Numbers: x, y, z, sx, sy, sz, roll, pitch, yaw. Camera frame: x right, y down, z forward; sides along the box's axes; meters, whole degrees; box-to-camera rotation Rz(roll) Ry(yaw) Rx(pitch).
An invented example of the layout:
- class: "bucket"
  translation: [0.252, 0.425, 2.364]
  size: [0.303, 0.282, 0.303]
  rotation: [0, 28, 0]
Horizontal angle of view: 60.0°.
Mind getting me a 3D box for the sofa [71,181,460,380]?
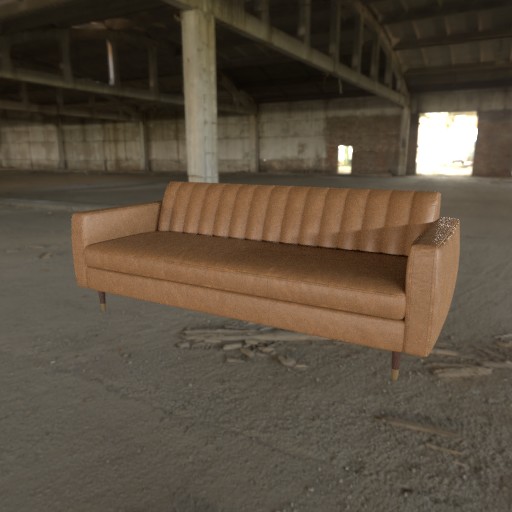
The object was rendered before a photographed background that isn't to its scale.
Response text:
- class: "sofa"
  translation: [0.000, 0.000, 2.780]
  size: [2.291, 0.821, 0.990]
  rotation: [7, 15, 28]
